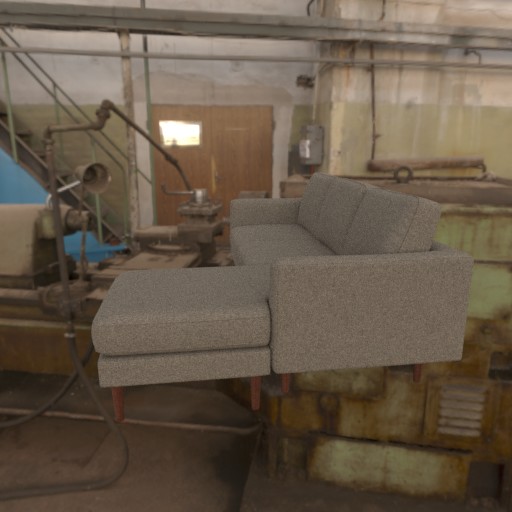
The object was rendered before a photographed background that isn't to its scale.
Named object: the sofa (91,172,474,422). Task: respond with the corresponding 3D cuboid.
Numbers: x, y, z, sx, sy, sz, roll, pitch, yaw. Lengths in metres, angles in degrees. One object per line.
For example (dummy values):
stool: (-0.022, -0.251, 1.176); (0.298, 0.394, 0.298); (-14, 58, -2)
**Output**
sofa: (0.000, 0.000, 2.871); (1.667, 0.957, 2.055); (-2, 15, -8)
